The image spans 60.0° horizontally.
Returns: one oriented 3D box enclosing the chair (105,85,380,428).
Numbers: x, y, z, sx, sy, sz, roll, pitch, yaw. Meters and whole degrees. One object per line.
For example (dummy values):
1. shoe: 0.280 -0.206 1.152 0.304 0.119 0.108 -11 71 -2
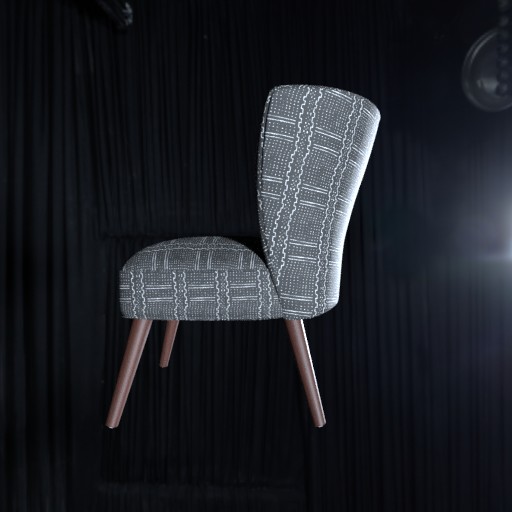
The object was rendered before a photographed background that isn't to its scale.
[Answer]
1. chair: 0.000 0.000 1.399 0.758 0.866 0.710 0 1 1
